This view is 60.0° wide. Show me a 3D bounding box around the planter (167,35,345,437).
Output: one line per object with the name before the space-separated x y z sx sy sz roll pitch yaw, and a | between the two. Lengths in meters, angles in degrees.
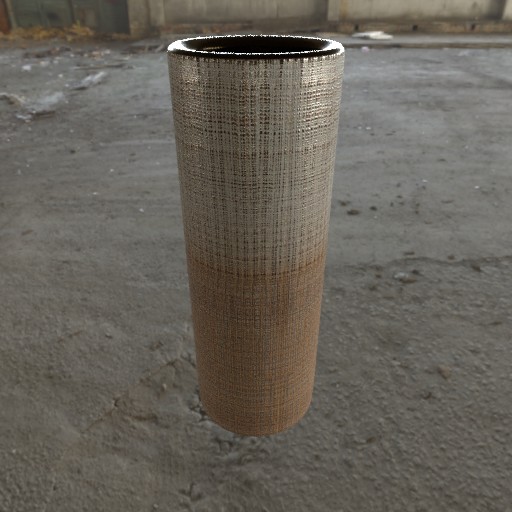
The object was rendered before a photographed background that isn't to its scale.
planter | 0.000 0.000 0.320 0.099 0.278 0.099 -1 31 -1
